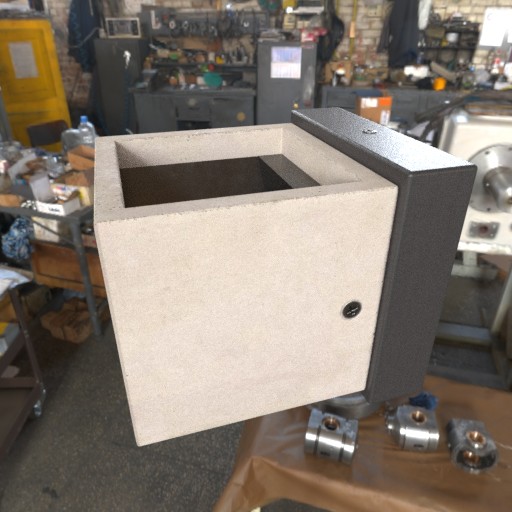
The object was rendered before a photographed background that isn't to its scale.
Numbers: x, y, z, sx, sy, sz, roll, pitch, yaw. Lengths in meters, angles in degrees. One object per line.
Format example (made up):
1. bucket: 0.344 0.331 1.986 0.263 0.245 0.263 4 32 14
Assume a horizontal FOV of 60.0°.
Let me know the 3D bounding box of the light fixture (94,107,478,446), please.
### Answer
1. light fixture: 0.000 0.000 0.231 0.143 0.121 0.121 -9 30 -15
